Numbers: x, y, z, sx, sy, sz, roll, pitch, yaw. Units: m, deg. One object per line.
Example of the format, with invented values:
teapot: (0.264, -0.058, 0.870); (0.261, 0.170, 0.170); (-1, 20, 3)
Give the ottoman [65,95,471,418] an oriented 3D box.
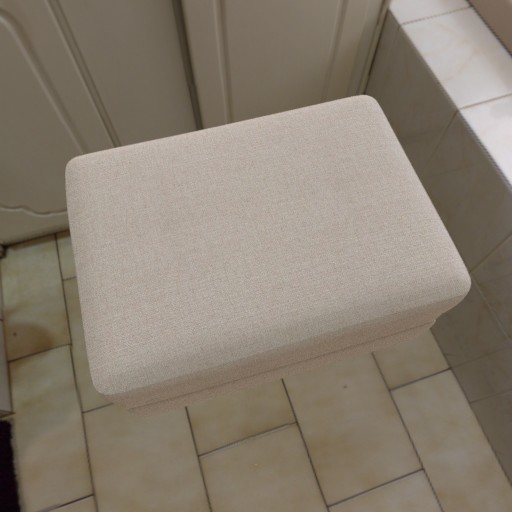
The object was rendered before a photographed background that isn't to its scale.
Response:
ottoman: (0.000, 0.000, 1.235); (0.885, 0.478, 0.637); (-14, 66, -7)
